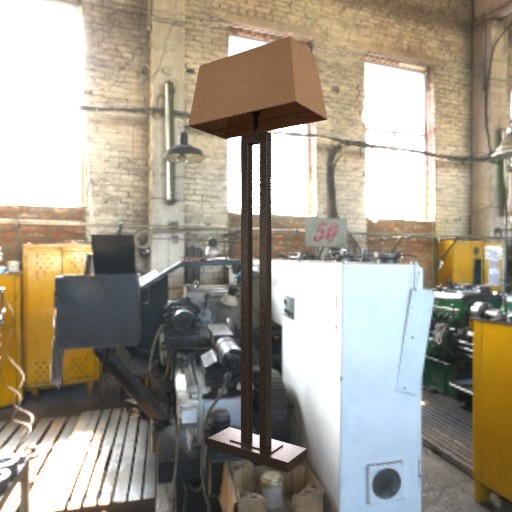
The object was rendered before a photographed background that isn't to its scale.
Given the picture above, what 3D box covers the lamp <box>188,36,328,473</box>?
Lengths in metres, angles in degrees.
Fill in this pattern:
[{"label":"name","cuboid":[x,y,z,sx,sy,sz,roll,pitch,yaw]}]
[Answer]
[{"label":"lamp","cuboid":[0.000,0.000,1.657,0.475,1.469,0.233,0,0,35]}]
